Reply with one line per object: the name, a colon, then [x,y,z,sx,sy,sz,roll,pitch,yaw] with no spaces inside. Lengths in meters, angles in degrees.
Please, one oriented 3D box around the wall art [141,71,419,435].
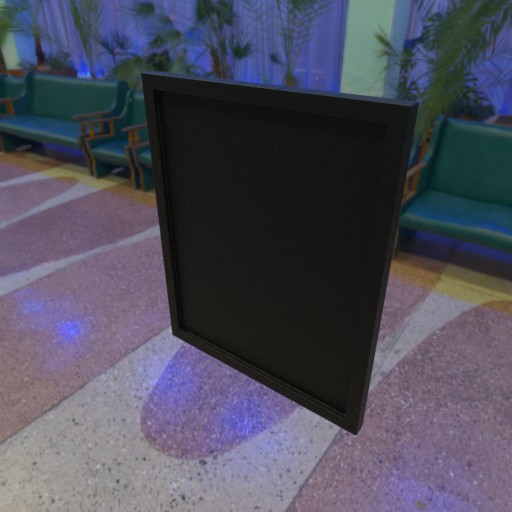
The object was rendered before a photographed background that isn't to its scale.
wall art: [0.000,0.000,0.765,0.457,0.559,0.028,20,35,31]
